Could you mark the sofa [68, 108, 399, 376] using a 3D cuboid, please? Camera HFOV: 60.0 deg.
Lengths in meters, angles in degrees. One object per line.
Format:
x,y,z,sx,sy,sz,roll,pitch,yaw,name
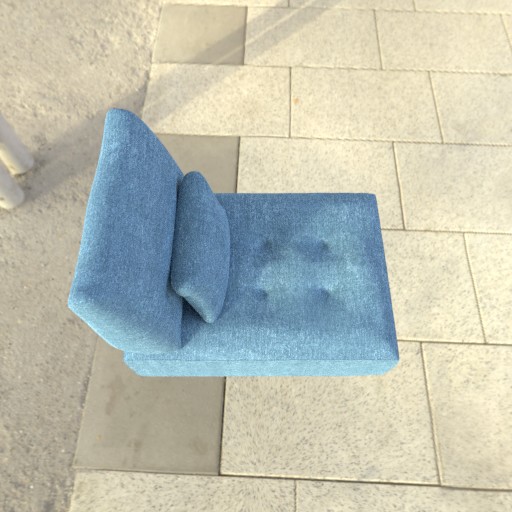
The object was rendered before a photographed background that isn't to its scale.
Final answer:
0.000,0.000,1.583,1.000,0.820,0.700,0,64,0,sofa
